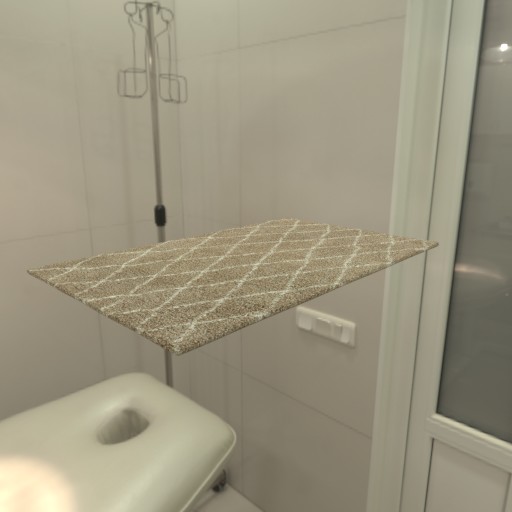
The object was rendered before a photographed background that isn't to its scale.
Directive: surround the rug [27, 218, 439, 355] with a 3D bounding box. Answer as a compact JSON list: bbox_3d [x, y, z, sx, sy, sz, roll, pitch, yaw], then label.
[{"bbox_3d":[0.000,0.000,3.021,1.524,0.030,2.438,14,21,42],"label":"rug"}]
